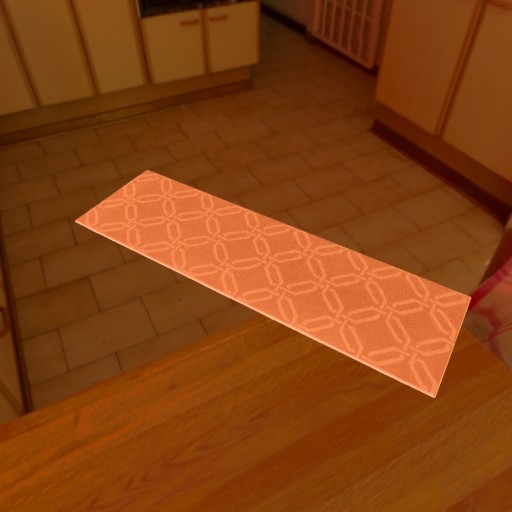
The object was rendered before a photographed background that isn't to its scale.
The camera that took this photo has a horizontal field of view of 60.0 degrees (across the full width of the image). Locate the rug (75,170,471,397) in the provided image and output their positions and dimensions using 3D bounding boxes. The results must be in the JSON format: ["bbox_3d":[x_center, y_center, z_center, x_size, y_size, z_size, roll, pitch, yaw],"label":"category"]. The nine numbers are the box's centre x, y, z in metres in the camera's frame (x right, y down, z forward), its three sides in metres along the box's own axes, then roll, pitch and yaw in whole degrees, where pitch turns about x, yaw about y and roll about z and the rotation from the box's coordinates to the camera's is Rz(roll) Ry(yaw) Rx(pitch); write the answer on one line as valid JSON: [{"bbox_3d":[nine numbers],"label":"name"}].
[{"bbox_3d":[0.000,0.000,2.581,2.276,0.014,0.678,24,49,22],"label":"rug"}]
